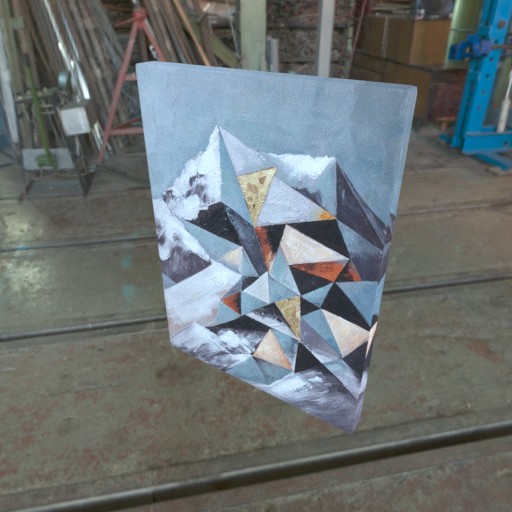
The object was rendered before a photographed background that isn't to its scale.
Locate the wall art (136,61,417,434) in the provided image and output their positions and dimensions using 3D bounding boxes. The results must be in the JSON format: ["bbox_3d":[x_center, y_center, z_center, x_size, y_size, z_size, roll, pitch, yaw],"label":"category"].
[{"bbox_3d":[0.000,0.000,0.794,0.455,0.613,0.037,18,35,28],"label":"wall art"}]
